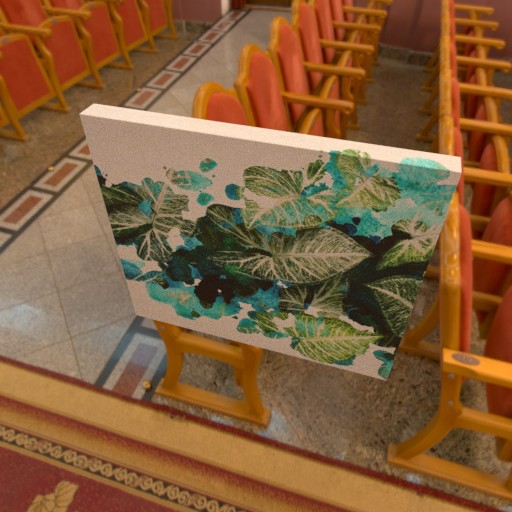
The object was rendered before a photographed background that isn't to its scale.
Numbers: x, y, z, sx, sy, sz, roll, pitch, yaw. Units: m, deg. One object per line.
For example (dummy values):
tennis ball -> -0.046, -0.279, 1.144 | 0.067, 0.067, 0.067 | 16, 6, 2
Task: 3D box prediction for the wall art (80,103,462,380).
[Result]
wall art -> 0.000, 0.000, 0.725 | 0.507, 0.435, 0.041 | 12, 44, 13
